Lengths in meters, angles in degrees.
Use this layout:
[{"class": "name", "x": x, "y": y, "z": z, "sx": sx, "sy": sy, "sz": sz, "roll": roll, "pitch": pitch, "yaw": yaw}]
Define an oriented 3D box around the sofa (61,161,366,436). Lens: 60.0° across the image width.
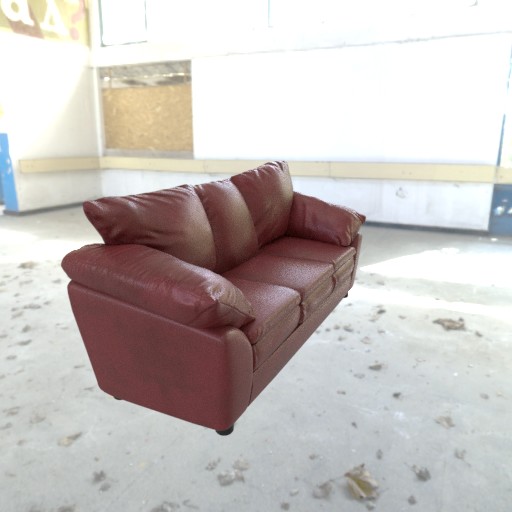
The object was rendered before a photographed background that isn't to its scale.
[{"class": "sofa", "x": 0.000, "y": 0.000, "z": 2.856, "sx": 0.907, "sy": 1.091, "sz": 2.390, "roll": 8, "pitch": 17, "yaw": 26}]
